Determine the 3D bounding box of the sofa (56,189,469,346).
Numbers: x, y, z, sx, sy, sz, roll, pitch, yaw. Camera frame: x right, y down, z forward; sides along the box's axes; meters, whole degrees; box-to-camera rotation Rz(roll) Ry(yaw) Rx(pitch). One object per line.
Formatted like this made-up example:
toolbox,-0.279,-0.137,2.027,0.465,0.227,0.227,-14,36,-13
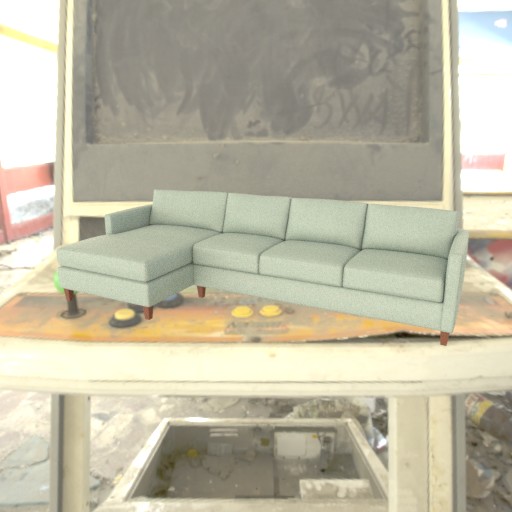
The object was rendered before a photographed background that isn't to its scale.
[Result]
sofa,0.000,0.000,4.086,3.470,0.953,1.600,8,18,26
